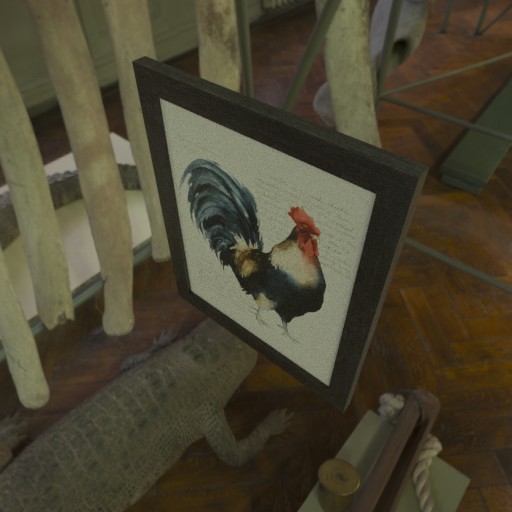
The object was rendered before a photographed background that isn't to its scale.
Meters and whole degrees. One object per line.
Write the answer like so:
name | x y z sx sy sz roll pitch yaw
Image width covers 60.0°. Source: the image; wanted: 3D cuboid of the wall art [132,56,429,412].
wall art | 0.000 0.000 0.801 0.479 0.580 0.027 31 53 26
